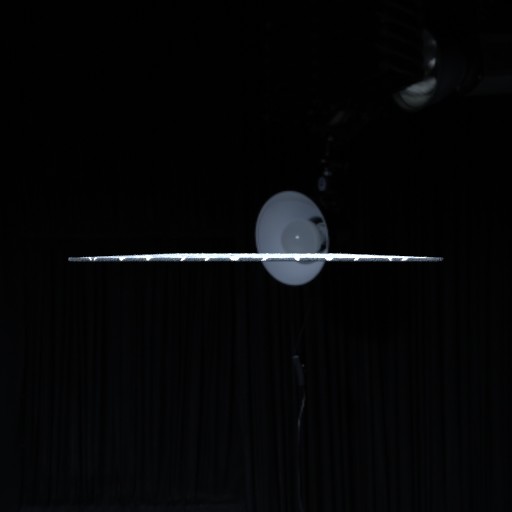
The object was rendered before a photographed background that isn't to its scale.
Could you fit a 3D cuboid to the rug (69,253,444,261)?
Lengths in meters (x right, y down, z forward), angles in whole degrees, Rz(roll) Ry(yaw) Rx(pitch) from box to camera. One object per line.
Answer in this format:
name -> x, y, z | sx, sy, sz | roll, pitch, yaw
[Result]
rug -> 0.000, 0.000, 2.341 | 1.223, 0.013, 1.830 | 0, 1, 0
